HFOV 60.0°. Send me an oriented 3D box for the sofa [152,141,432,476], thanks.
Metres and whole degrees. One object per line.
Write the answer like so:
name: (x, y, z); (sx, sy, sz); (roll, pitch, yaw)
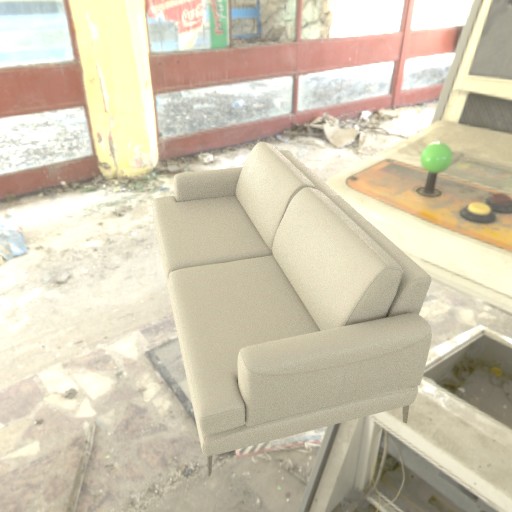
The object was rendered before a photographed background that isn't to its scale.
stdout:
sofa: (0.000, 0.000, 2.416); (0.974, 0.765, 1.940); (-9, 32, -14)
